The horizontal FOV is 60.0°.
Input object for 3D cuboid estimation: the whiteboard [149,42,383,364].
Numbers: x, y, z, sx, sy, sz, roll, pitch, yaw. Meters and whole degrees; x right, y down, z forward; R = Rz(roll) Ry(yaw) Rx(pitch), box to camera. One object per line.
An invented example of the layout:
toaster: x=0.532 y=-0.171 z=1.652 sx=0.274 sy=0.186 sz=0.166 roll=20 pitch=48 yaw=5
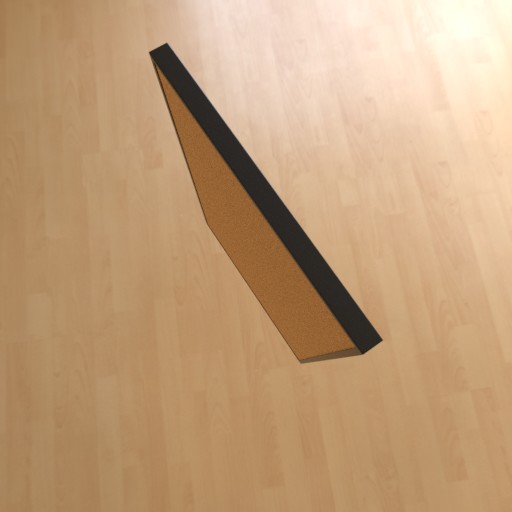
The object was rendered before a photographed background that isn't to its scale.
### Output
whiteboard: x=0.000 y=0.000 z=0.761 sx=0.026 sy=0.611 sz=0.406 roll=-33 pitch=78 yaw=-8
